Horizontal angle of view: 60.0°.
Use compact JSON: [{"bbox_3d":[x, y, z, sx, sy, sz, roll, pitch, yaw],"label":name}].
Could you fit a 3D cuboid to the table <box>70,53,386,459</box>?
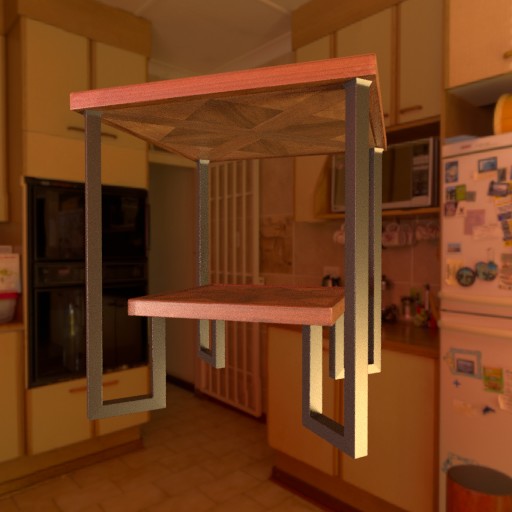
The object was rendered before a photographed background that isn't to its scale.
[{"bbox_3d":[0.000,0.000,0.920,0.503,0.563,0.503,0,1,18],"label":"table"}]
